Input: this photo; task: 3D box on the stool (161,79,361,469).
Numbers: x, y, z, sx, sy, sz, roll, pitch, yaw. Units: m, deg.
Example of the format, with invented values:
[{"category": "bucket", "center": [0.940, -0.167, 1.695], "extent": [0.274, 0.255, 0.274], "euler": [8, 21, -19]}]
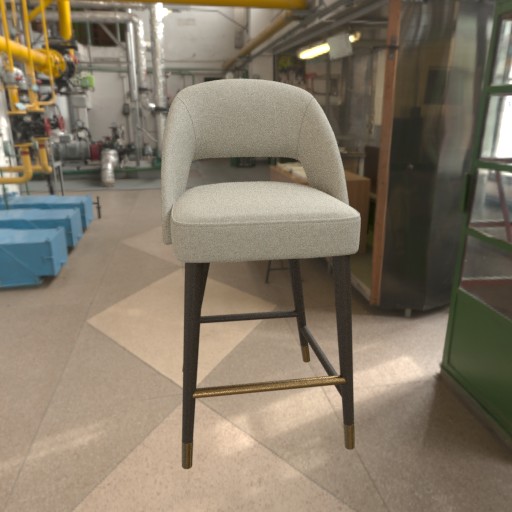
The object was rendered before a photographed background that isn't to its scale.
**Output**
[{"category": "stool", "center": [0.000, 0.000, 1.228], "extent": [0.494, 0.940, 0.509], "euler": [-3, 19, -9]}]
